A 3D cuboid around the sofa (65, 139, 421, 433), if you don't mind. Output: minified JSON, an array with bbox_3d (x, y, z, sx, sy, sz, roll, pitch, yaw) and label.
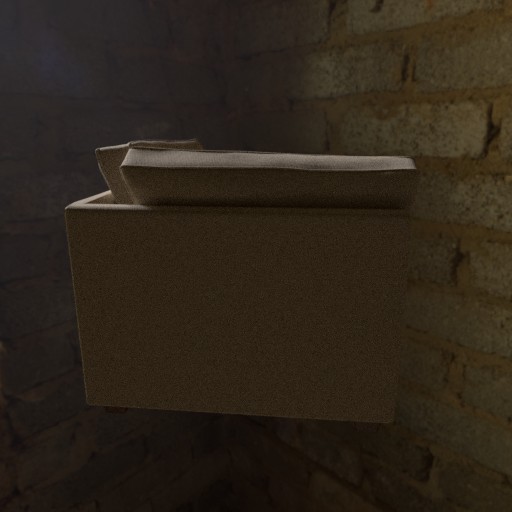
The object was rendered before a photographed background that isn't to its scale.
[{"bbox_3d":[0.000,0.000,1.840,1.050,0.937,1.042,2,16,6],"label":"sofa"}]
